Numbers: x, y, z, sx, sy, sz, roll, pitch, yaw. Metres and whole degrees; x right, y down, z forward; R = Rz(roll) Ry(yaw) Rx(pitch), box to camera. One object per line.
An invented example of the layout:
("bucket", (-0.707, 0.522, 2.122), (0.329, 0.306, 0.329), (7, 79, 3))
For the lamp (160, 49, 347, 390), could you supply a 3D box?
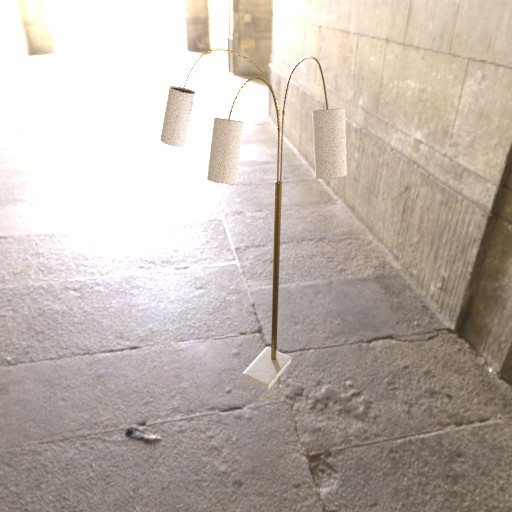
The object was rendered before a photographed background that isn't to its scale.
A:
("lamp", (0.000, 0.000, 2.463), (1.020, 2.055, 0.667), (18, 36, 28))
